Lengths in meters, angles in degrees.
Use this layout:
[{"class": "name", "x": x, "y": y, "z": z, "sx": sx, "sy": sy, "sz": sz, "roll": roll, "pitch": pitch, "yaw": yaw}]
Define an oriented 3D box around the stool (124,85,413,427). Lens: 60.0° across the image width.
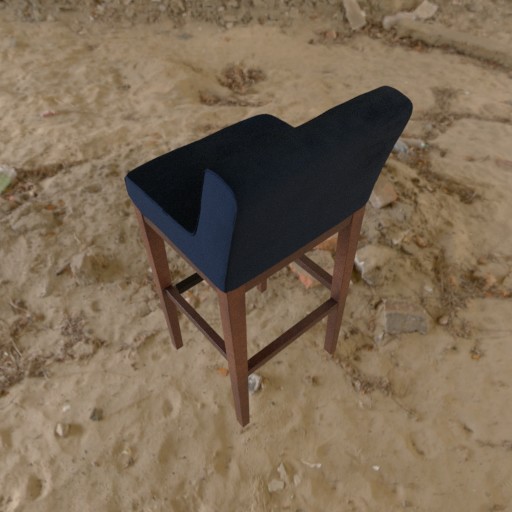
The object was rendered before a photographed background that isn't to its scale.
[{"class": "stool", "x": 0.000, "y": 0.000, "z": 1.327, "sx": 0.511, "sy": 1.037, "sz": 0.500, "roll": -32, "pitch": 54, "yaw": -27}]
